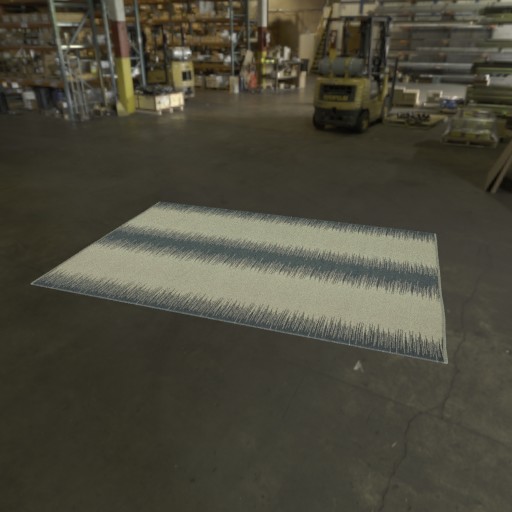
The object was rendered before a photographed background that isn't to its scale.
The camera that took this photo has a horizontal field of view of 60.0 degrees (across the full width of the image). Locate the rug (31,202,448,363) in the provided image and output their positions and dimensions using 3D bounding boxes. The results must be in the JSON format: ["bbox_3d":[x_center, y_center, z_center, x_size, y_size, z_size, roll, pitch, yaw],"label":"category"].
[{"bbox_3d":[0.000,0.000,2.365,1.854,0.006,1.234,8,27,16],"label":"rug"}]
